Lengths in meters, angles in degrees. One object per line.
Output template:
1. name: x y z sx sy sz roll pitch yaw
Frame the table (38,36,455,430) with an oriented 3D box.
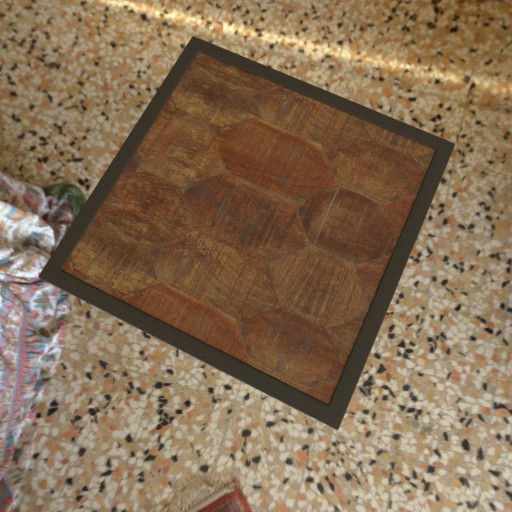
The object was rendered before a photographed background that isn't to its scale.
1. table: 0.000 0.000 0.980 0.500 0.565 0.500 25 75 7
